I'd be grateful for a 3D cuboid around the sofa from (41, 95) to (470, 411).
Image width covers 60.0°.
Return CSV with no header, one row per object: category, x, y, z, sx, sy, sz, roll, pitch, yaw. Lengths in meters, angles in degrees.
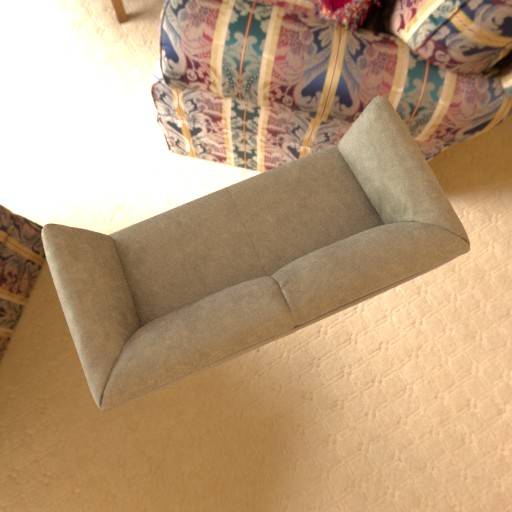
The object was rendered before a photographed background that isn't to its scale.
sofa,0.000,0.000,2.385,1.878,0.747,0.905,-23,76,-6
